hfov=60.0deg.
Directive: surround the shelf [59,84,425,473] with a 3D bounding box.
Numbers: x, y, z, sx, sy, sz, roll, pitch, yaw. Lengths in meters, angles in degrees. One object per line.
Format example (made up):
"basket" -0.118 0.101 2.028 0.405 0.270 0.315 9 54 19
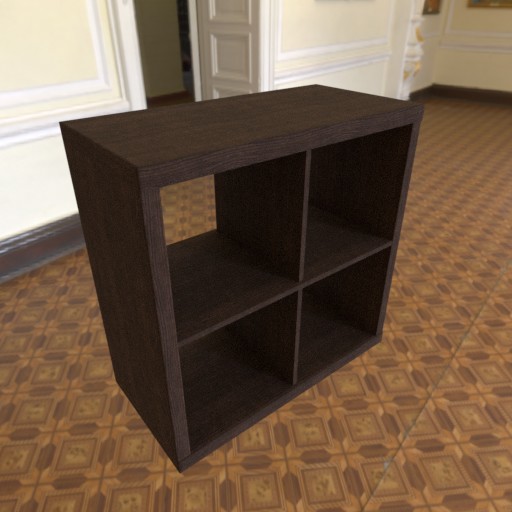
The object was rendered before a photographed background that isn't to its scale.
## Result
"shelf" 0.000 0.000 1.245 0.790 0.786 0.390 -22 37 -32
